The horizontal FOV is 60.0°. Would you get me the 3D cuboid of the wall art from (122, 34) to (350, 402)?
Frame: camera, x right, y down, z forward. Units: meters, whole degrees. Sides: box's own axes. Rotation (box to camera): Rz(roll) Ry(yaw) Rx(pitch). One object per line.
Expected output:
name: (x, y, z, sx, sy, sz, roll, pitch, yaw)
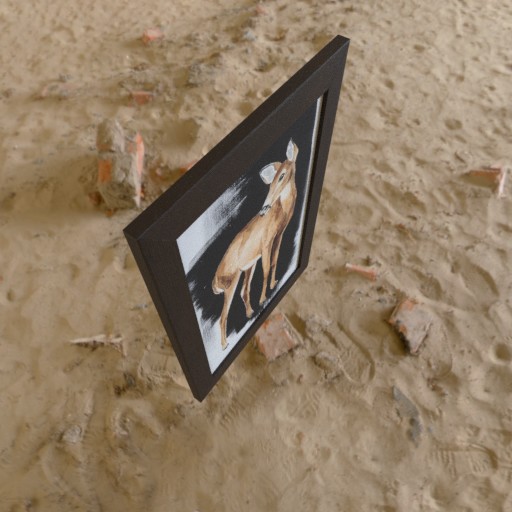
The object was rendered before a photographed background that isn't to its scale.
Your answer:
wall art: (0.000, 0.000, 0.664, 0.017, 0.513, 0.359, 31, 62, 19)
